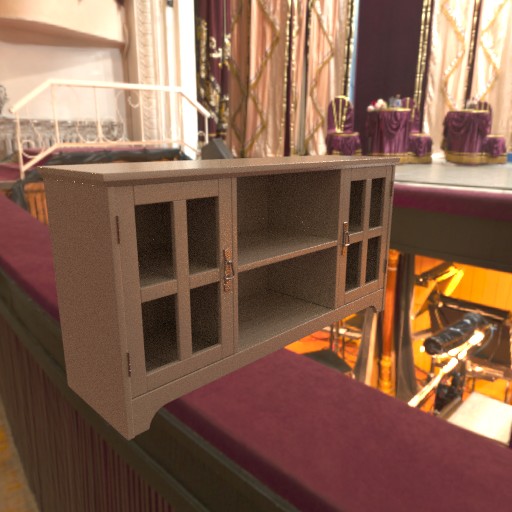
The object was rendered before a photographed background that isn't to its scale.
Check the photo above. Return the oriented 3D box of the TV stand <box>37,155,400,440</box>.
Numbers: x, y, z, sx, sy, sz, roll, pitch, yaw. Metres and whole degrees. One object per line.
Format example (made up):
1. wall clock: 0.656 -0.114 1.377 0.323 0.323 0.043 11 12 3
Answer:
1. TV stand: 0.000 0.000 1.437 1.167 0.603 0.344 -14 20 -43
